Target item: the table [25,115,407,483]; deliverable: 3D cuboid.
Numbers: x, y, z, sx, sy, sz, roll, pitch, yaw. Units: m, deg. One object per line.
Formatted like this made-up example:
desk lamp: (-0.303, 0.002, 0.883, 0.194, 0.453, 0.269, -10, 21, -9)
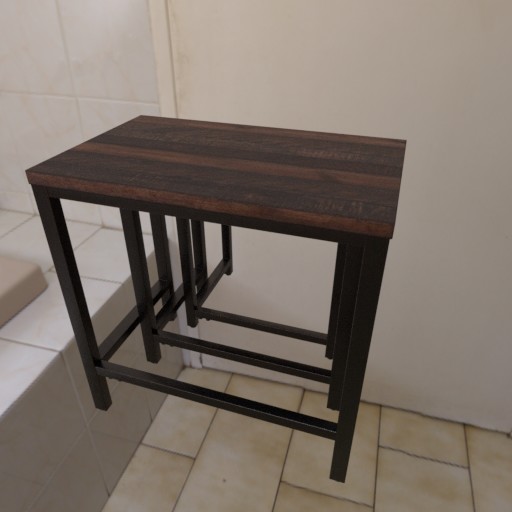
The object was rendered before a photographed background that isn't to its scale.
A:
table: (0.000, 0.000, 1.098, 0.608, 0.616, 0.660, 10, 33, 15)
